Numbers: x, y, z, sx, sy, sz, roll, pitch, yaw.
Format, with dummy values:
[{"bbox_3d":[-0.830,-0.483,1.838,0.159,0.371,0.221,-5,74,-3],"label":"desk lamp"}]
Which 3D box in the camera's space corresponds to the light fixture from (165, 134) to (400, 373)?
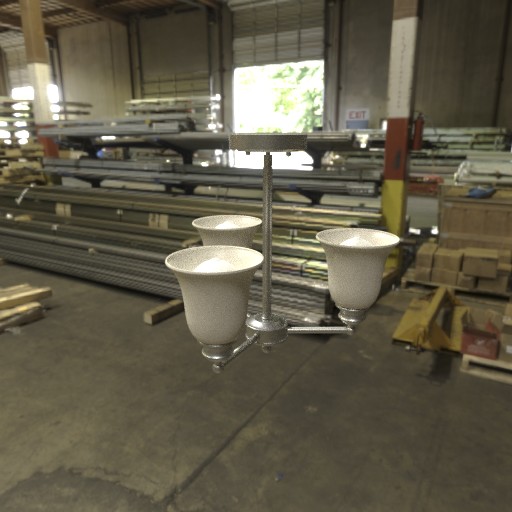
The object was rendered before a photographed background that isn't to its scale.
[{"bbox_3d":[0.000,0.000,0.700,0.388,0.370,0.354,9,18,29],"label":"light fixture"}]
